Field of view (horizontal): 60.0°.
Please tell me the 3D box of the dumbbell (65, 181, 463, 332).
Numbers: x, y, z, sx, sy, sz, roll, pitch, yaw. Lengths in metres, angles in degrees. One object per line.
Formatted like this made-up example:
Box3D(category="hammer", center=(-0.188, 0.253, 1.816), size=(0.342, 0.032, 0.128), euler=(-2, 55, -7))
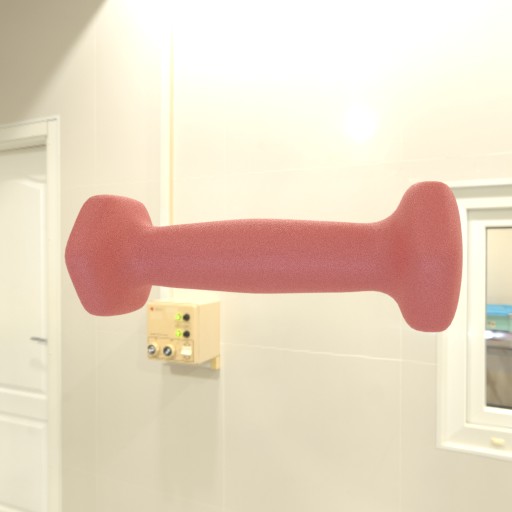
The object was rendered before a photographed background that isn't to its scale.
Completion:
Box3D(category="dumbbell", center=(0.000, 0.000, 0.147), size=(0.123, 0.043, 0.047), euler=(0, 1, 16))
